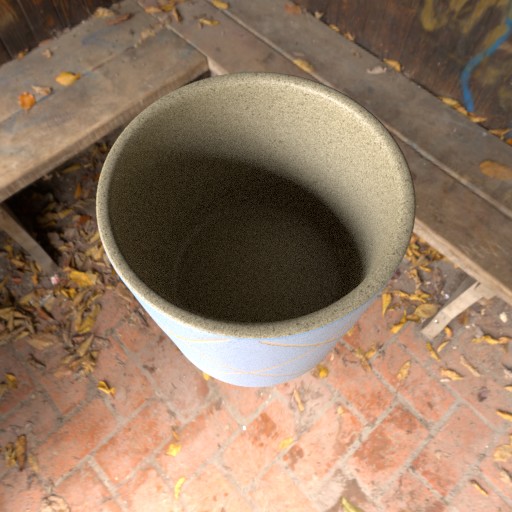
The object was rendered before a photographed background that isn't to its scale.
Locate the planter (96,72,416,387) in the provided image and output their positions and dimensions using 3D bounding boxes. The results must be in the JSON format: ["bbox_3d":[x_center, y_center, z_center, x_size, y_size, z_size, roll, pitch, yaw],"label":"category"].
[{"bbox_3d":[0.000,0.000,0.422,0.227,0.235,0.227,0,64,0],"label":"planter"}]
